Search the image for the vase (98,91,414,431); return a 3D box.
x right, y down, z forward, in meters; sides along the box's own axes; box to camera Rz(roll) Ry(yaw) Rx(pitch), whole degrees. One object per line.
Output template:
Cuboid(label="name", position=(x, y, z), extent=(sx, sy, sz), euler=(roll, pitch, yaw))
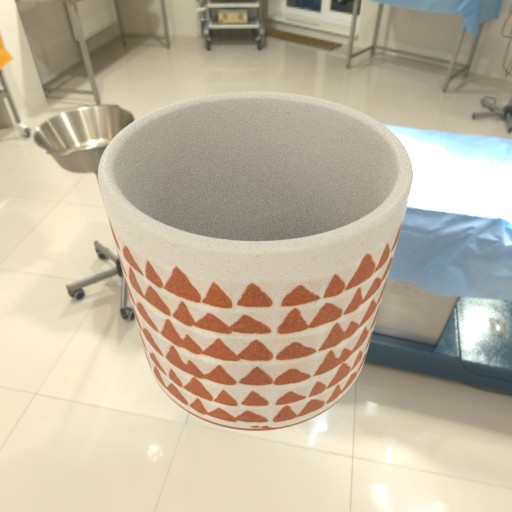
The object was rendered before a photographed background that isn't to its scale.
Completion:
Cuboid(label="vase", position=(0.000, 0.000, 0.239), extent=(0.137, 0.127, 0.137), euler=(0, 41, 0))
